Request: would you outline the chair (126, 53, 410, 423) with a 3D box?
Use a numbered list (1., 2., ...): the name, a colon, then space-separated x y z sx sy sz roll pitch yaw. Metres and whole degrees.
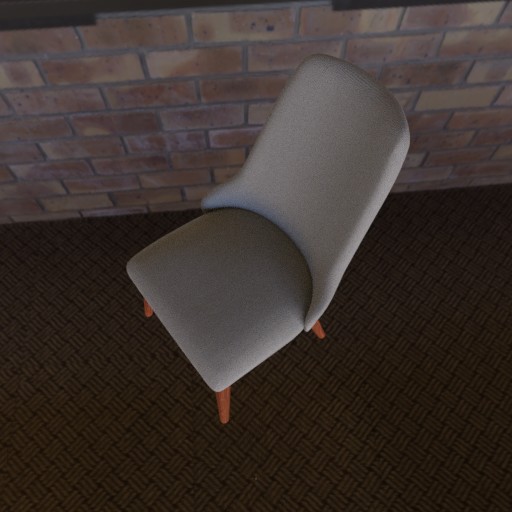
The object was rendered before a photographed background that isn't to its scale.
1. chair: 0.000 0.000 1.312 0.707 0.918 0.535 -34 68 -16
